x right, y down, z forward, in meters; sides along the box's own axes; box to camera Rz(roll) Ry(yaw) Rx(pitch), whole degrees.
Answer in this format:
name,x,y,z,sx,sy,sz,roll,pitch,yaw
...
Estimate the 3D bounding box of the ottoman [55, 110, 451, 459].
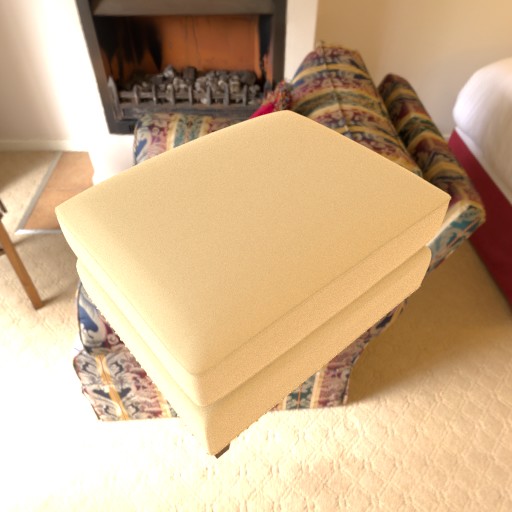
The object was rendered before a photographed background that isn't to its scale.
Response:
name,x,y,z,sx,sy,sz,roll,pitch,yaw
ottoman,0.000,0.000,1.140,0.741,0.513,0.584,-31,53,-27
